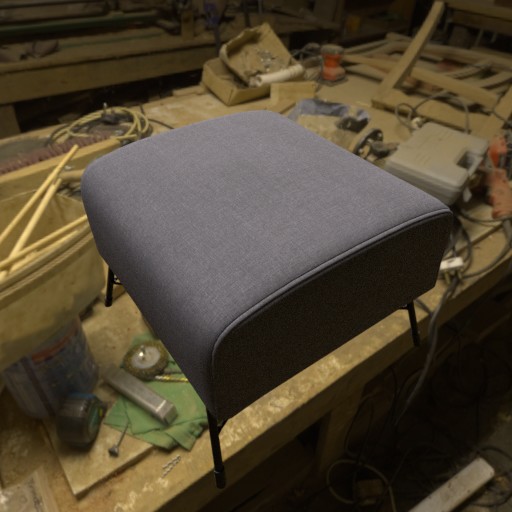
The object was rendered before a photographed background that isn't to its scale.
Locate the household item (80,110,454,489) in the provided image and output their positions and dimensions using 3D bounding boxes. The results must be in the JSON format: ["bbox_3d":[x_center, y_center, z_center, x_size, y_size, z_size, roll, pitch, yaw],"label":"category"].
[{"bbox_3d":[0.000,0.000,0.893,0.530,0.410,0.530,-25,47,-26],"label":"household item"}]
